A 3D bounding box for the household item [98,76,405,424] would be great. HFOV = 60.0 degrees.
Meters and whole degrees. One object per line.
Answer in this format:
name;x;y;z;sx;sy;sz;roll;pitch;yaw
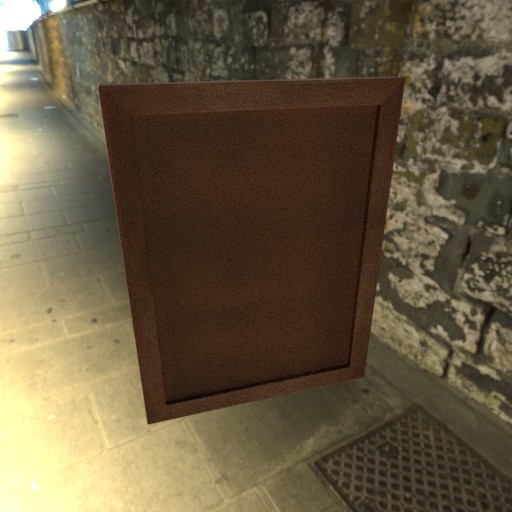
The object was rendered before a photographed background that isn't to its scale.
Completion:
household item;0.000;0.000;0.546;0.310;0.407;0.067;-7;27;-15
